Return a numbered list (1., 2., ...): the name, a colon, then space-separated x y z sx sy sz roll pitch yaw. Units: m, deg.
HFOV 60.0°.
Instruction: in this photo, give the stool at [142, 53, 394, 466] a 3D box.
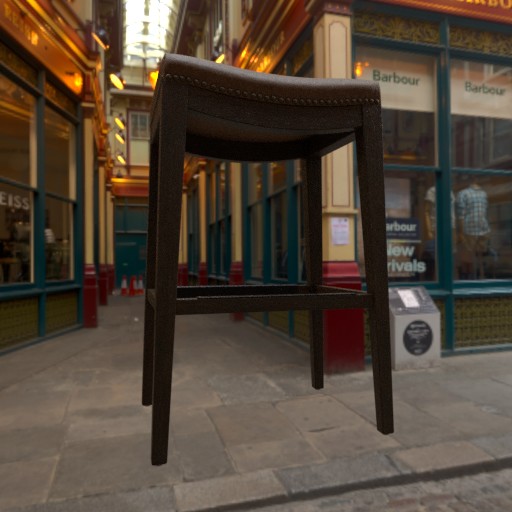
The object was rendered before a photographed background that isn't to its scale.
1. stool: 0.000 0.000 1.036 0.500 0.759 0.361 0 0 -17
